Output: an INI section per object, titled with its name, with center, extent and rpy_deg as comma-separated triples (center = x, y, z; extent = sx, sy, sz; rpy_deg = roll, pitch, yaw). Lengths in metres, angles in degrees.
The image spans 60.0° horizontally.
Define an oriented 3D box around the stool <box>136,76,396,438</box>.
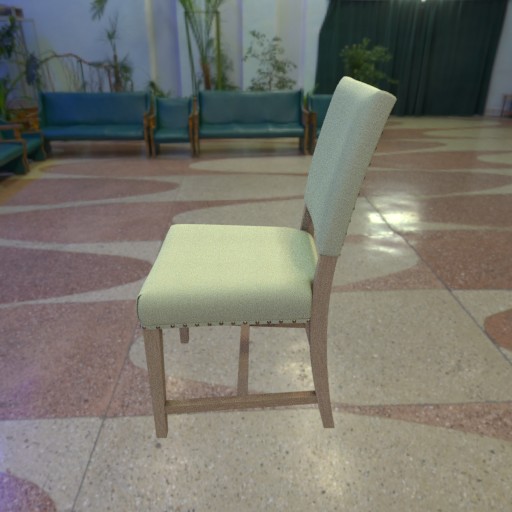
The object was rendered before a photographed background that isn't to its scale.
[stool]
center = 0.000, 0.000, 1.349
extent = 0.623, 0.986, 0.508
rpy_deg = 0, 26, 0
